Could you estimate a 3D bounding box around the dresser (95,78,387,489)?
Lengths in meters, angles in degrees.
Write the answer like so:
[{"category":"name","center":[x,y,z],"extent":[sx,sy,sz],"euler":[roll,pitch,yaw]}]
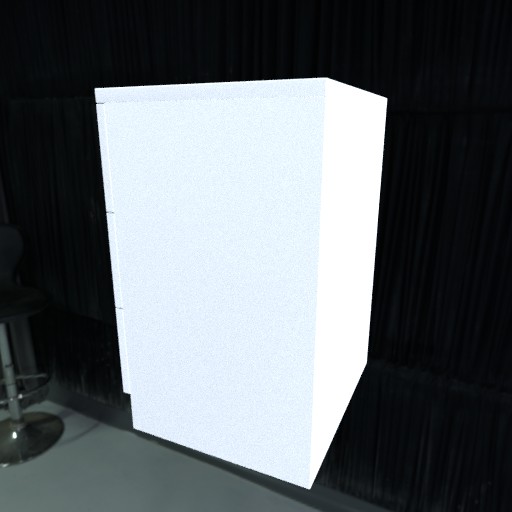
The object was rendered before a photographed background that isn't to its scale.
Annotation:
[{"category":"dresser","center":[0.000,0.000,0.815],"extent":[0.360,0.560,0.400],"euler":[7,18,24]}]
